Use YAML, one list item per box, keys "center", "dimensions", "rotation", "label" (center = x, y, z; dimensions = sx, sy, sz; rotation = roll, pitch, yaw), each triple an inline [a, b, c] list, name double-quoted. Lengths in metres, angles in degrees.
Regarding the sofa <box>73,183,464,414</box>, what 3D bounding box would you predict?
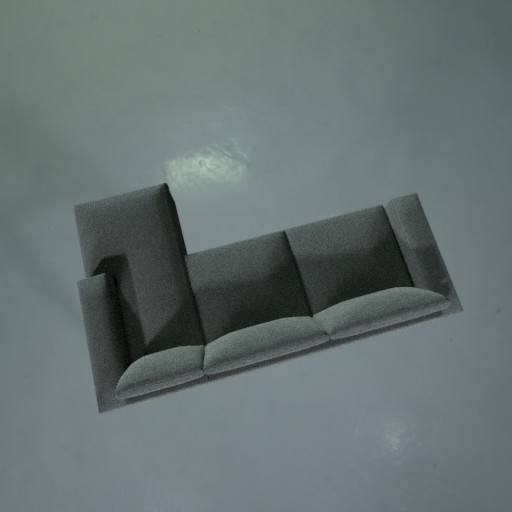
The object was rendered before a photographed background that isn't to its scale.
- center: [0.000, 0.000, 3.498]
  dimensions: [2.718, 0.940, 1.689]
  rotation: [-15, 75, -4]
  label: "sofa"
